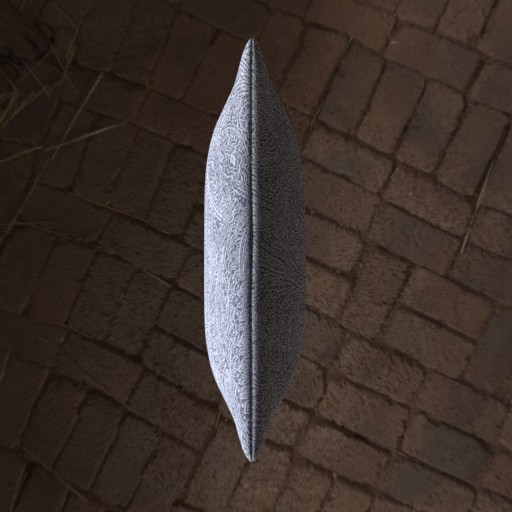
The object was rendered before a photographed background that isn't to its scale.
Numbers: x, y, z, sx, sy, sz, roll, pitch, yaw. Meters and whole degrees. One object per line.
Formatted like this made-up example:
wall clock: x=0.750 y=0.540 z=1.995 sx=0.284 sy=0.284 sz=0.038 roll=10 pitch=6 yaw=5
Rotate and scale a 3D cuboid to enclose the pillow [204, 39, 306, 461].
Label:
pillow: x=0.000 y=0.000 z=0.789 sx=0.166 sy=0.510 sz=0.523 roll=0 pitch=89 yaw=0
